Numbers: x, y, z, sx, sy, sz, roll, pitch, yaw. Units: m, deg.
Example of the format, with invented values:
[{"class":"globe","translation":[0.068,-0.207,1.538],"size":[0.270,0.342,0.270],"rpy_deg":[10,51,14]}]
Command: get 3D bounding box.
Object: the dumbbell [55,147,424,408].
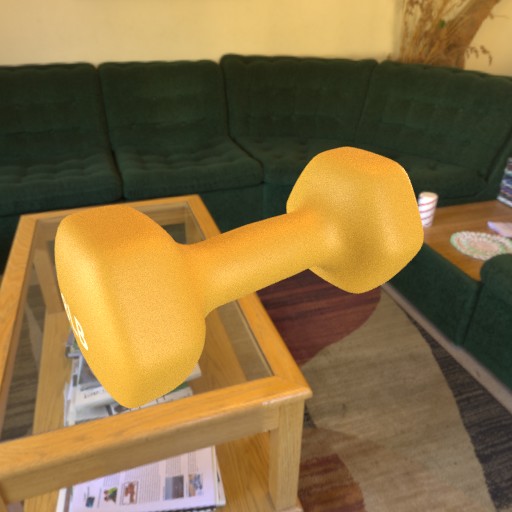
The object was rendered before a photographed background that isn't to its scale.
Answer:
[{"class":"dumbbell","translation":[0.000,0.000,0.234],"size":[0.190,0.082,0.090],"rpy_deg":[-20,36,-30]}]
